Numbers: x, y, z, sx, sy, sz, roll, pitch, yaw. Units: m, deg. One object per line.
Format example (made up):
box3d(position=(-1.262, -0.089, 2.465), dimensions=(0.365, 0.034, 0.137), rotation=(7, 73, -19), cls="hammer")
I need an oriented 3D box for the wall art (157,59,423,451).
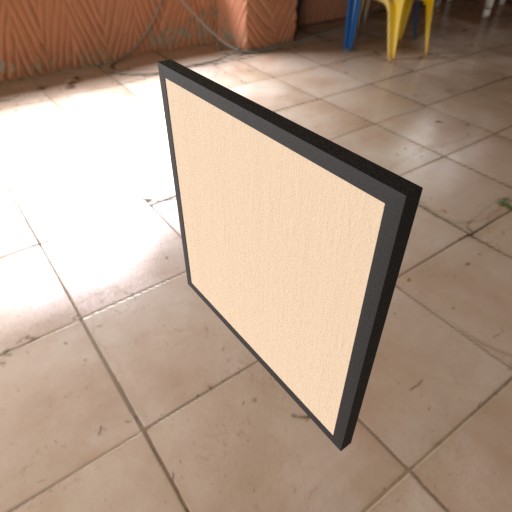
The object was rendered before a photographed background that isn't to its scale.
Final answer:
box3d(position=(0.000, 0.000, 0.447), dimensions=(0.015, 0.304, 0.306), rotation=(-26, 47, -27), cls="wall art")
